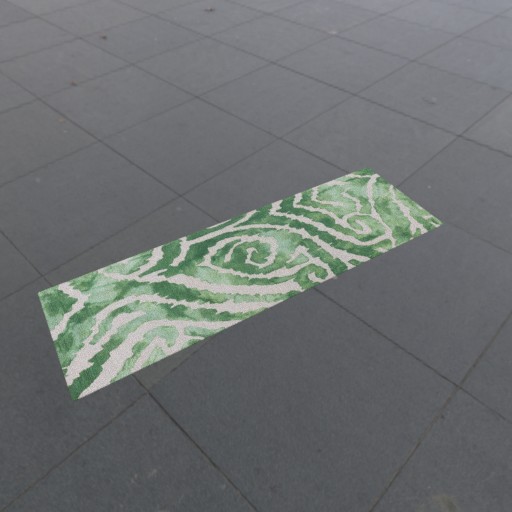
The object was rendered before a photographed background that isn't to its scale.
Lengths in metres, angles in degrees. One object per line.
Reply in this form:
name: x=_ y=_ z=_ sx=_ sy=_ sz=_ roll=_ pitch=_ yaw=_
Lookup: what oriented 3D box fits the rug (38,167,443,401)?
rug: x=0.000 y=0.000 z=2.729 sx=2.438 sy=0.006 sz=0.761 roll=-23 pitch=50 yaw=-21
